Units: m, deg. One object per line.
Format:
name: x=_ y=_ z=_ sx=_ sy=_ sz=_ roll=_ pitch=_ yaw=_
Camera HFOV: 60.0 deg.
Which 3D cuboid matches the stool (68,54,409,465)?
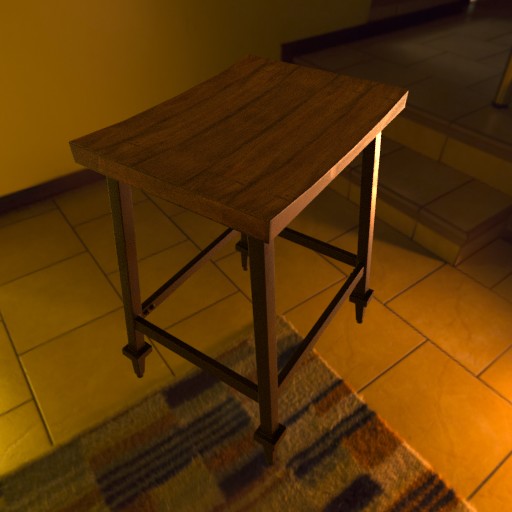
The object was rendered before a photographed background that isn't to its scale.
stool: x=0.000 y=0.000 z=0.928 sx=0.405 sy=0.625 sz=0.486 roll=24 pitch=47 yaw=24
